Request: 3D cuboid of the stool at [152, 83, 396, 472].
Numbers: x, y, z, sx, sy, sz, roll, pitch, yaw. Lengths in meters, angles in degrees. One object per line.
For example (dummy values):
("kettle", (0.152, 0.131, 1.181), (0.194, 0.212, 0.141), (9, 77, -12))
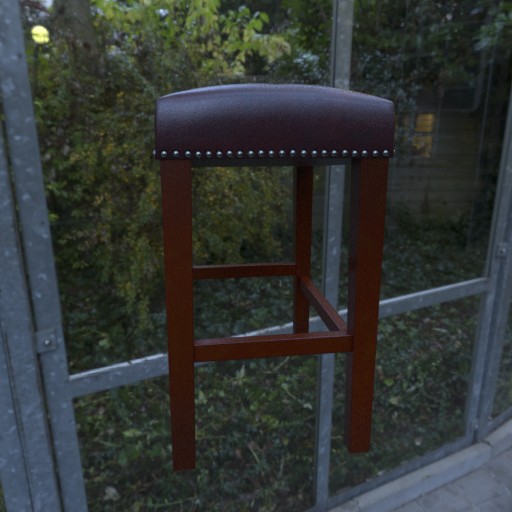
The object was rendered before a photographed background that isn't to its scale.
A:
("stool", (0.000, 0.000, 0.959), (0.372, 0.657, 0.504), (-2, 16, -8))
